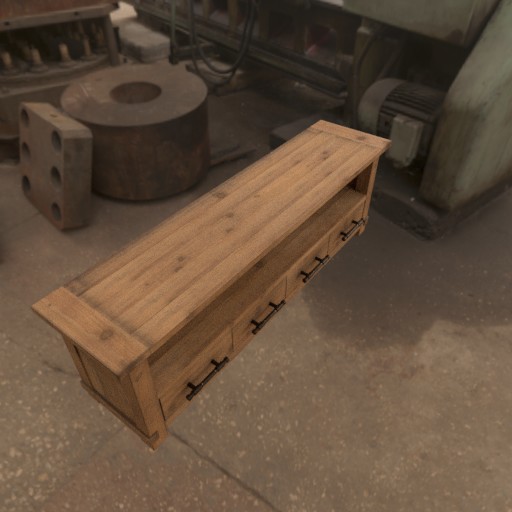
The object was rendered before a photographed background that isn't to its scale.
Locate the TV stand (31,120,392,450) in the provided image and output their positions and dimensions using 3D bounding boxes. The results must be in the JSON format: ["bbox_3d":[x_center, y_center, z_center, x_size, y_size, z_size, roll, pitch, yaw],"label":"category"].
[{"bbox_3d":[0.000,0.000,2.051,0.453,0.573,1.804,26,47,27],"label":"TV stand"}]
